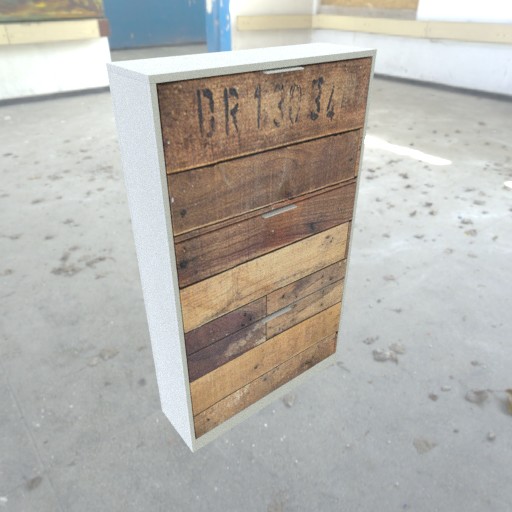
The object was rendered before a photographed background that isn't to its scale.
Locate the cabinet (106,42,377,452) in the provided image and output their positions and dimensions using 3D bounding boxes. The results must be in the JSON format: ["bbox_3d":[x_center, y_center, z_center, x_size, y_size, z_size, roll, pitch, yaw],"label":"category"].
[{"bbox_3d":[0.000,0.000,1.542,0.750,1.280,0.250,-22,38,-32],"label":"cabinet"}]
